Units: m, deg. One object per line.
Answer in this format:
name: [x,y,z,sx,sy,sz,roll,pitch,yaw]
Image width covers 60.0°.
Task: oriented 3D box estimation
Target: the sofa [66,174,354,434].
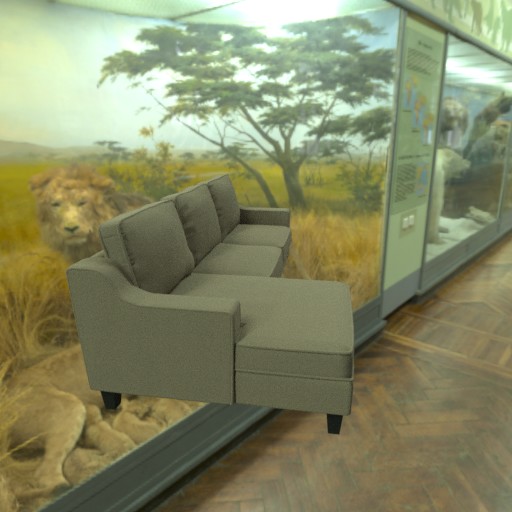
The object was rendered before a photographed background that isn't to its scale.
sofa: [0.000,0.000,3.141,1.294,0.928,2.561,3,16,9]
